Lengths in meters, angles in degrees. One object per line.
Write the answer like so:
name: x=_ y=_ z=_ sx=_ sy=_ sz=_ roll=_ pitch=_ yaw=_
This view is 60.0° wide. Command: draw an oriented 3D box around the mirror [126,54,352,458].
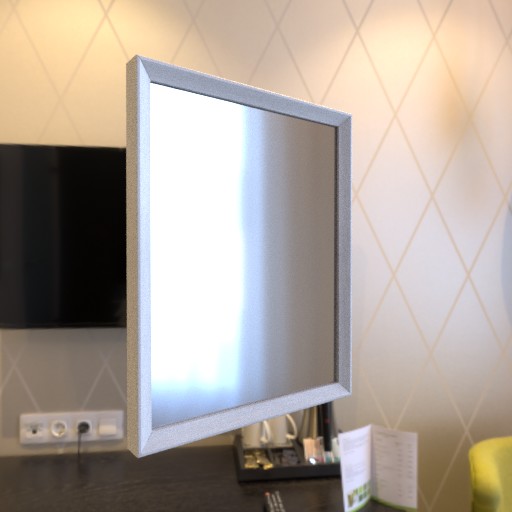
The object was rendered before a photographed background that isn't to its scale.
mirror: x=0.000 y=0.000 z=0.696 sx=0.406 sy=0.509 sz=0.041 roll=-1 pitch=1 yaw=-37
